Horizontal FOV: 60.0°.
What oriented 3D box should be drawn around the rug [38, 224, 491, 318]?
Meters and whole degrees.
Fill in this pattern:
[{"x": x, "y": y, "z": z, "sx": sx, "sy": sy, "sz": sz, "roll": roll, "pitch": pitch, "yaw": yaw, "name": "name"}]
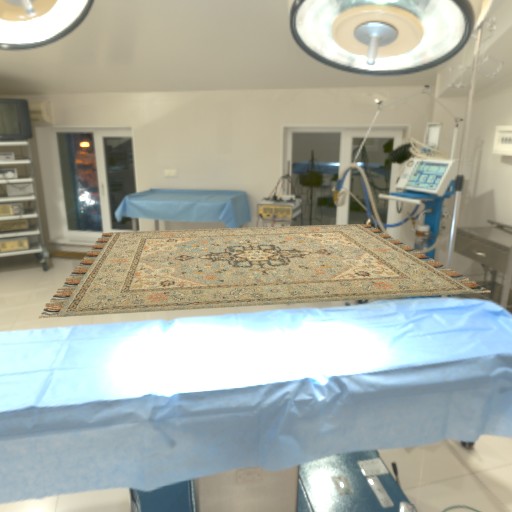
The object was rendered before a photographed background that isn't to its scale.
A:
[{"x": 0.000, "y": 0.000, "z": 2.257, "sx": 1.730, "sy": 0.009, "sz": 1.278, "roll": -2, "pitch": 17, "yaw": -8, "name": "rug"}]
